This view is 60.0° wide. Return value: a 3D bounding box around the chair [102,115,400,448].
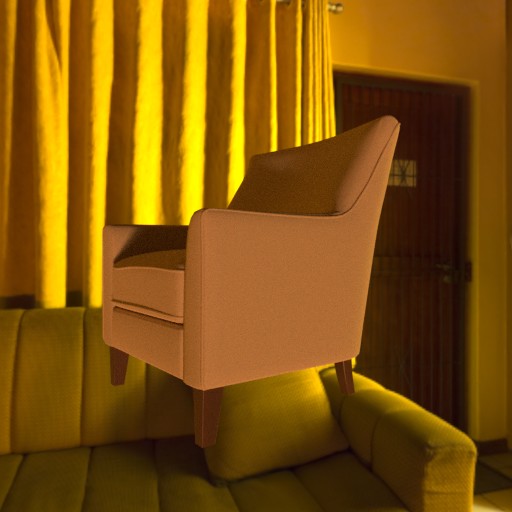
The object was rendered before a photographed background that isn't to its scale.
[{"bbox_3d":[0.000,0.000,1.562,0.879,0.916,0.756,0,0,-37],"label":"chair"}]
